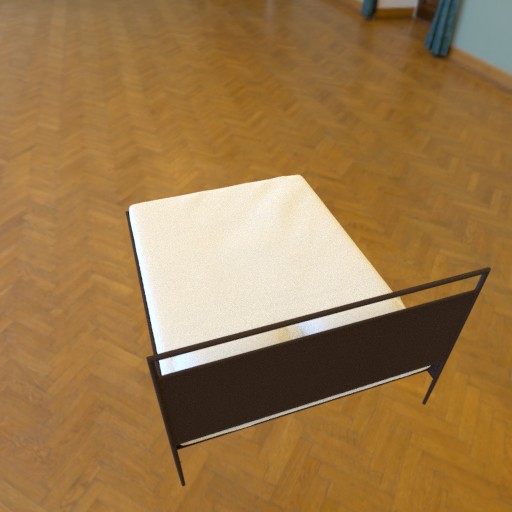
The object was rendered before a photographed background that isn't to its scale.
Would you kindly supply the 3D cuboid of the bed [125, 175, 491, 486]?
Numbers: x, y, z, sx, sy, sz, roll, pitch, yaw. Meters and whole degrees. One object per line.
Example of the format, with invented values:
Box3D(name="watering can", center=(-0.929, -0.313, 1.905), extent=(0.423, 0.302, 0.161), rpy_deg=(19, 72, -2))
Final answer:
Box3D(name="bed", center=(0.000, 0.000, 2.985), extent=(1.572, 1.173, 2.122), rpy_deg=(-13, 43, -14))
